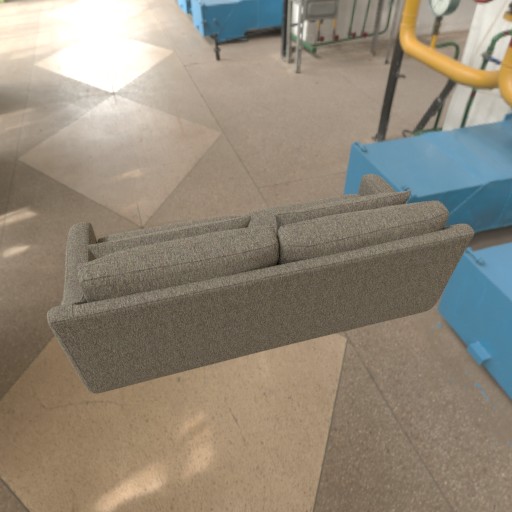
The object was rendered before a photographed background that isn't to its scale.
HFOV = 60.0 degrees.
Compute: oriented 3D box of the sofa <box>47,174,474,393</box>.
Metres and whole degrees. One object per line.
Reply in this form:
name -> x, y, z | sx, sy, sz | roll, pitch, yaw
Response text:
sofa -> 0.000, 0.000, 2.970 | 2.418, 0.998, 1.103 | -11, 42, -13
